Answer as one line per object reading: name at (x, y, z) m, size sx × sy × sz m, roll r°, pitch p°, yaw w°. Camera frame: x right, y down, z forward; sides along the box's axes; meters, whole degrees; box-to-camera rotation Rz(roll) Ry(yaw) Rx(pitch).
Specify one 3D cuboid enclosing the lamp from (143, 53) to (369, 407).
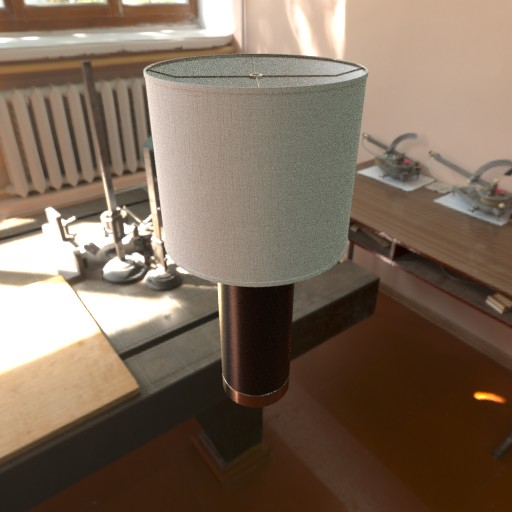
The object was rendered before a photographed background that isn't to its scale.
lamp at (0.000, 0.000, 0.608) m, size 0.241 × 0.482 × 0.240 m, roll -1°, pitch 31°, yaw -2°
